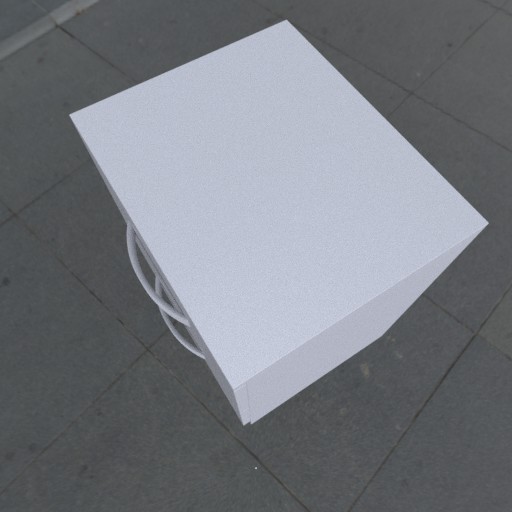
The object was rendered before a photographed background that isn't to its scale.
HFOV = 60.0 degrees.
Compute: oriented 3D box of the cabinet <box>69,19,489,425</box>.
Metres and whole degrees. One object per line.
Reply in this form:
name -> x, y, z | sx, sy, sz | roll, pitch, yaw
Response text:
cabinet -> 0.000, 0.000, 0.736 | 0.360, 0.470, 0.400 | -30, 68, -13
